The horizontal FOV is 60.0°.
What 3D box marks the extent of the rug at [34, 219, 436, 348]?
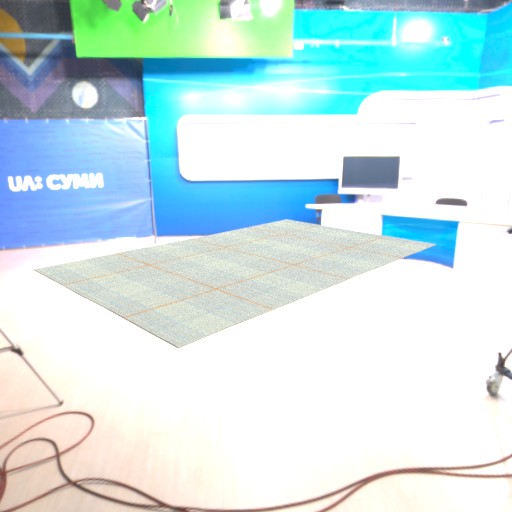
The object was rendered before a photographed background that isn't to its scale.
[{"bbox_3d":[0.000,0.000,3.116,1.527,0.016,2.442,14,21,43],"label":"rug"}]
